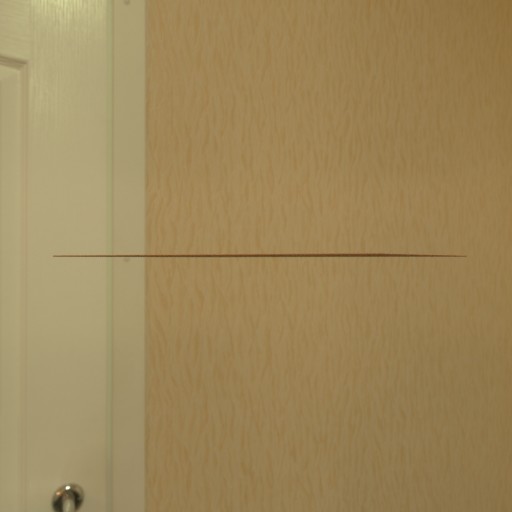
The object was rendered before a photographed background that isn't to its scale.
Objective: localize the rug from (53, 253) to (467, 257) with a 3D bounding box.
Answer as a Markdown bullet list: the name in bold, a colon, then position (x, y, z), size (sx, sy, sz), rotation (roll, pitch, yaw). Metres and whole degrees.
- **rug**: position (0.000, 0.000, 2.349), size (1.829, 0.008, 1.219), rotation (0, 0, 36)
